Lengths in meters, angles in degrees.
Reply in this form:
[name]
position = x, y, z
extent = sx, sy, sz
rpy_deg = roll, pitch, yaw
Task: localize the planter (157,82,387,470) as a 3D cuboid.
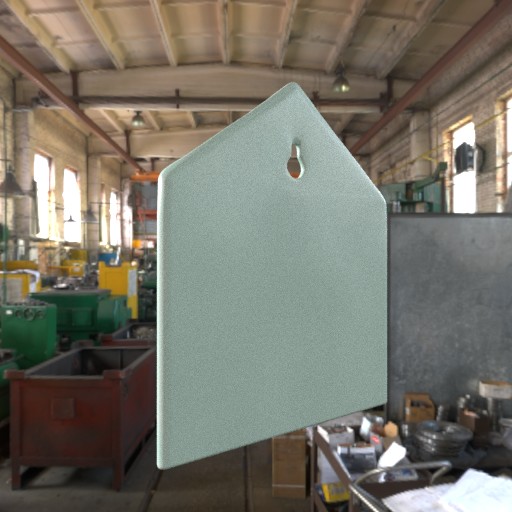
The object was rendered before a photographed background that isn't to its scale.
[planter]
position = 0.000, 0.000, 0.282
extent = 0.164, 0.197, 0.079
rpy_deg = 0, 0, -36
